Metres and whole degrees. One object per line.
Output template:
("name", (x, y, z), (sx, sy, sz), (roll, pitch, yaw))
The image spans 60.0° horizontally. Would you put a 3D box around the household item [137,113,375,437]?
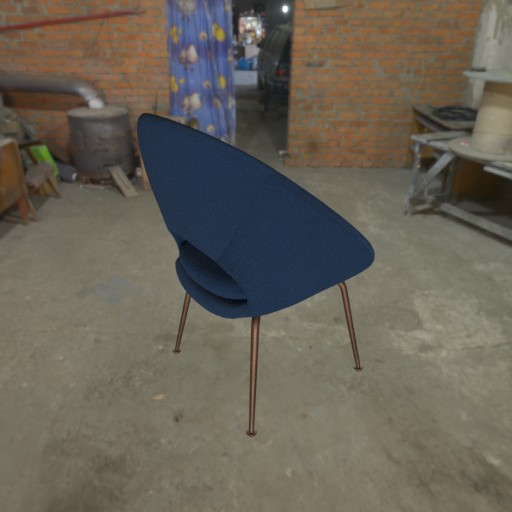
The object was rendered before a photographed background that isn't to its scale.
("household item", (0.000, 0.000, 1.310), (0.573, 0.852, 0.623), (-19, 33, -32))
